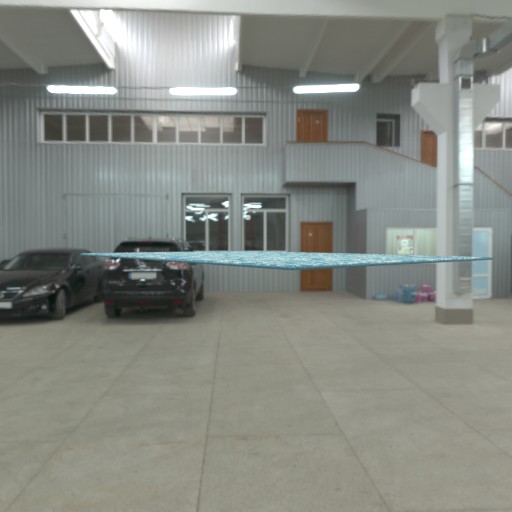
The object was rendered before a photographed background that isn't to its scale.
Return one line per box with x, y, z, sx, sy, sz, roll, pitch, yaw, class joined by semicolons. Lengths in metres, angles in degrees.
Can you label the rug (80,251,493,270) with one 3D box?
0.000;0.000;3.432;1.816;0.018;2.746;-1;2;-39;rug
